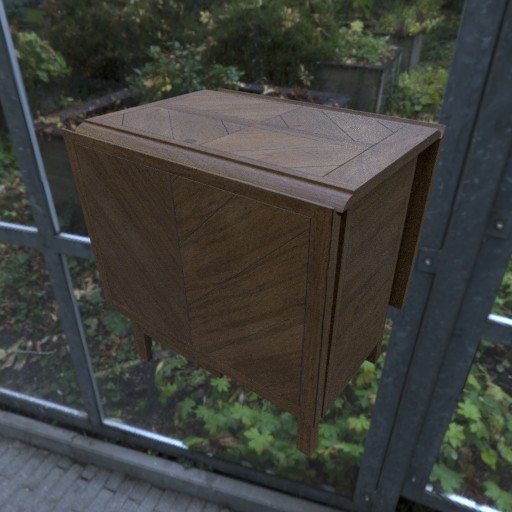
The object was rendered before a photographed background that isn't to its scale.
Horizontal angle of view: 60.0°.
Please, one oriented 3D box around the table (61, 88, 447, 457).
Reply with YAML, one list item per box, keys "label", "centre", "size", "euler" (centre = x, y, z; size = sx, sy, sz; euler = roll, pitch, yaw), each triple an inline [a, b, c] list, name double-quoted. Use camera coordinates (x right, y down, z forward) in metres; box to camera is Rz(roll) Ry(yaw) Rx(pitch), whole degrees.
- label: "table"
  centre: [0.000, 0.000, 1.289]
  size: [0.746, 0.763, 0.591]
  euler: [22, 38, 30]
